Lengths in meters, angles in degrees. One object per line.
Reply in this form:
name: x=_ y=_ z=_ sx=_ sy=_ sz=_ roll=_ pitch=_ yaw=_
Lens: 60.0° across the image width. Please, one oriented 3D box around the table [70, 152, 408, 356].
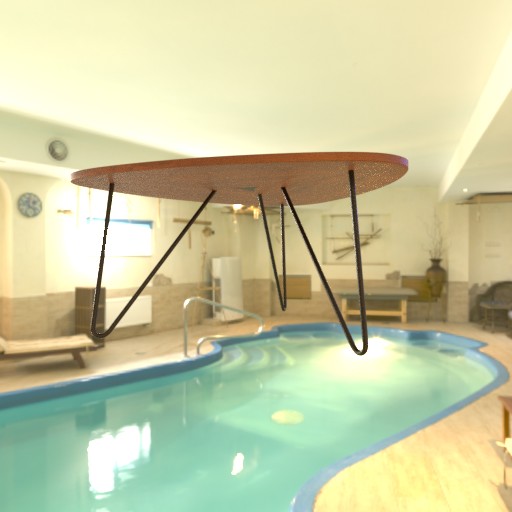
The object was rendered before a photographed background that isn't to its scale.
table: x=0.000 y=0.000 z=1.303 sx=0.833 sy=0.413 sz=0.821 roll=0 pitch=0 yaw=17
